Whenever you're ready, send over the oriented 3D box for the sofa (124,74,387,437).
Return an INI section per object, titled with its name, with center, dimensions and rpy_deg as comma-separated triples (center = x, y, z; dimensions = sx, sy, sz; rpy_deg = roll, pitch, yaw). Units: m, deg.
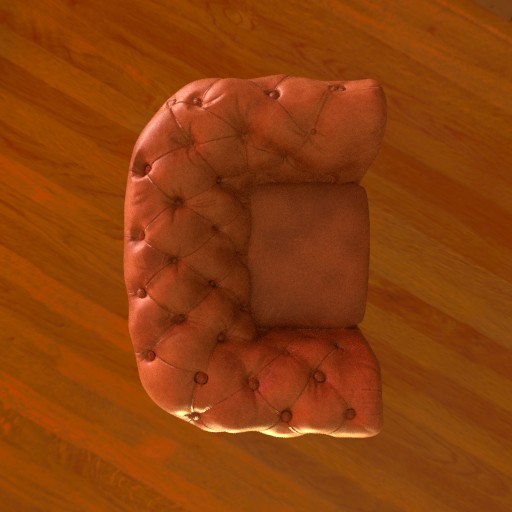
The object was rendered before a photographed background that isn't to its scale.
[sofa]
center = 0.000, 0.000, 2.038
dimensions = 1.033, 0.878, 1.405
rpy_deg = 0, 92, 1
